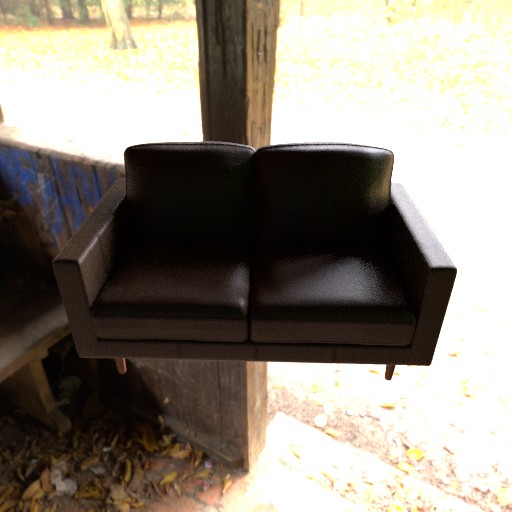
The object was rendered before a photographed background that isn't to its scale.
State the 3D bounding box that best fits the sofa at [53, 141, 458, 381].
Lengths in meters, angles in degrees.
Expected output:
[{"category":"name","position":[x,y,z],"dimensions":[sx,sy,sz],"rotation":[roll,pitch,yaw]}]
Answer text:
[{"category":"sofa","position":[0.000,0.000,2.170],"dimensions":[1.578,0.951,0.909],"rotation":[1,32,2]}]
